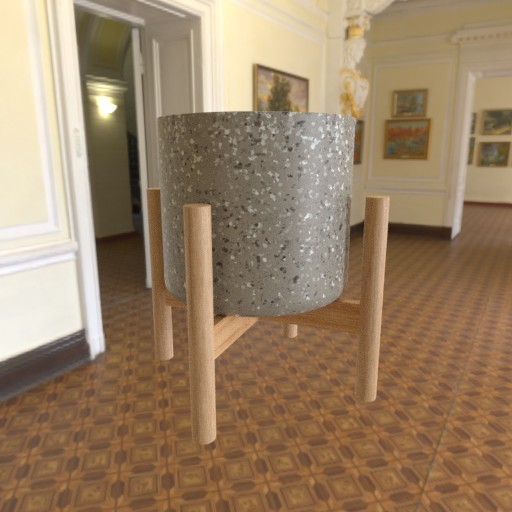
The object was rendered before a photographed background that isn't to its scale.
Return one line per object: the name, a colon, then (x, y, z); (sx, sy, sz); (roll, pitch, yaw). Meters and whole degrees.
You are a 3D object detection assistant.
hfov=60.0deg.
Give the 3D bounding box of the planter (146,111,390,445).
planter: (0.000, 0.000, 0.544); (0.284, 0.320, 0.284); (13, 18, 43)
